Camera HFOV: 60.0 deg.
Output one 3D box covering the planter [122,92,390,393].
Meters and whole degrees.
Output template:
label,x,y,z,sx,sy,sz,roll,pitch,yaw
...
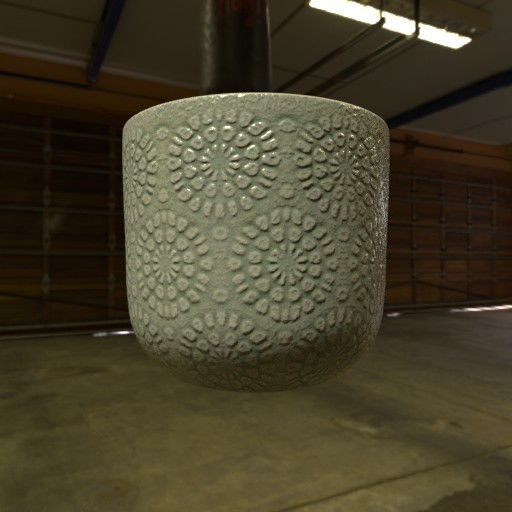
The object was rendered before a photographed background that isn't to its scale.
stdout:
label,x,y,z,sx,sy,sz,roll,pitch,yaw
planter,0.000,0.000,0.292,0.169,0.153,0.169,0,-1,0
